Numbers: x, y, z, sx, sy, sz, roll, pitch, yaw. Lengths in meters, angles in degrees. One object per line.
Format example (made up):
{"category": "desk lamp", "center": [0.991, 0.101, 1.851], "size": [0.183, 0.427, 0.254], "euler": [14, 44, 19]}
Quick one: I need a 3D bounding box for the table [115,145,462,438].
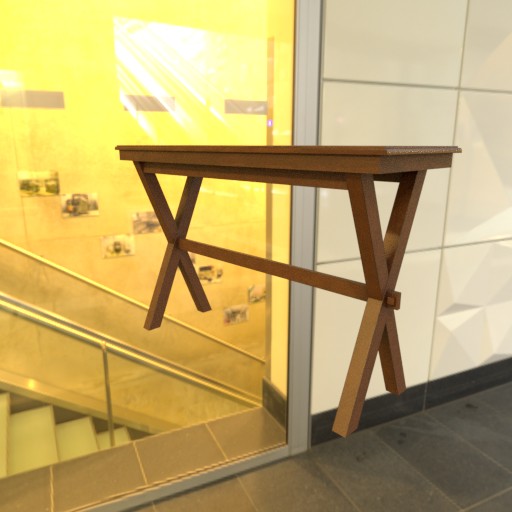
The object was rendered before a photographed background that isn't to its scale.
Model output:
{"category": "table", "center": [0.000, 0.000, 1.579], "size": [0.399, 0.763, 1.197], "euler": [-14, 20, -43]}
